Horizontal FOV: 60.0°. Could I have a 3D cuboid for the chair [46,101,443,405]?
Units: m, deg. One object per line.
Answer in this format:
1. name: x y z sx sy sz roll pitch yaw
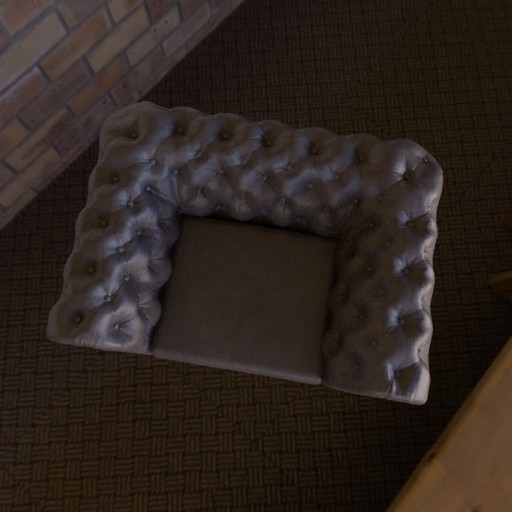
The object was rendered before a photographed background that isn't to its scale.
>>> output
1. chair: 0.000 0.000 1.841 1.298 0.780 0.943 9 76 2
